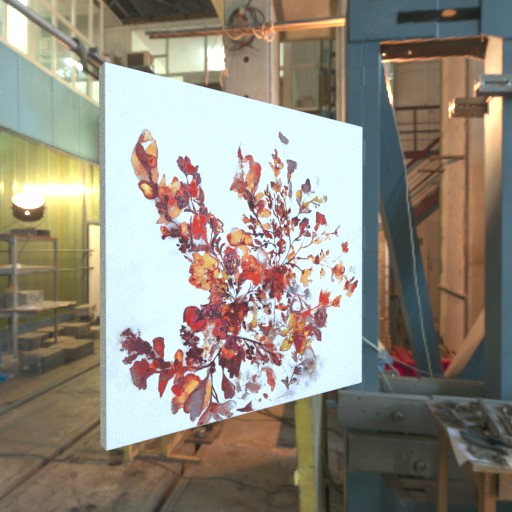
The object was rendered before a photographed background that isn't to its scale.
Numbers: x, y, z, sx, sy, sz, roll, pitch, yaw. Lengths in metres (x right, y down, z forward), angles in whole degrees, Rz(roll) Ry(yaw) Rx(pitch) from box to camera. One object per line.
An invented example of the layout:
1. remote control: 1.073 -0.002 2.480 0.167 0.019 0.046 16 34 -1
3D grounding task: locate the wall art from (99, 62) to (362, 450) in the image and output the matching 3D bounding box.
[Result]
1. wall art: 0.000 0.000 1.101 0.757 0.757 0.037 0 1 -37
